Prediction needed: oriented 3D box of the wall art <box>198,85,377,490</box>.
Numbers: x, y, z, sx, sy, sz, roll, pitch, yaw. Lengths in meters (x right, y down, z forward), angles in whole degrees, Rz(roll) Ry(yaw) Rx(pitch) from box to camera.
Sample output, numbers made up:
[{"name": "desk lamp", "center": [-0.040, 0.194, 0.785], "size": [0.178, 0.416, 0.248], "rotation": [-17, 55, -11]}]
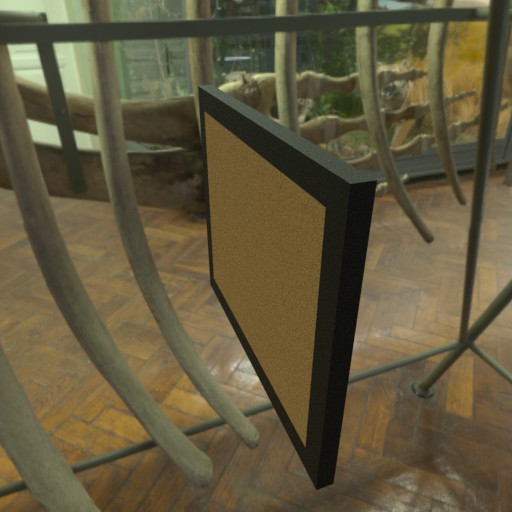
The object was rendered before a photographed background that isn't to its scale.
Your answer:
[{"name": "wall art", "center": [0.000, 0.000, 0.745], "size": [0.028, 0.460, 0.561], "rotation": [-11, 32, -18]}]
